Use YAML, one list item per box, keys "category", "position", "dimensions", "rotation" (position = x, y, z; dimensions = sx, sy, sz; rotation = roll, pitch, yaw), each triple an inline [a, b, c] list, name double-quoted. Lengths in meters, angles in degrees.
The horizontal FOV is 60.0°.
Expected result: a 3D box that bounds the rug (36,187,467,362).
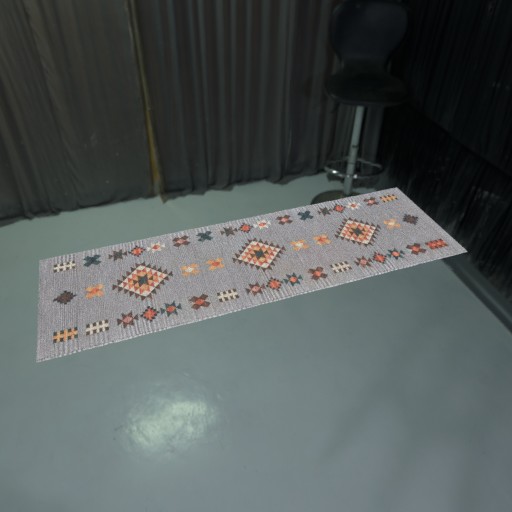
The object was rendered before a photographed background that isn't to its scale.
- category: "rug"
  position: [0.000, 0.000, 2.642]
  dimensions: [2.432, 0.008, 0.766]
  rotation: [-13, 42, -14]
